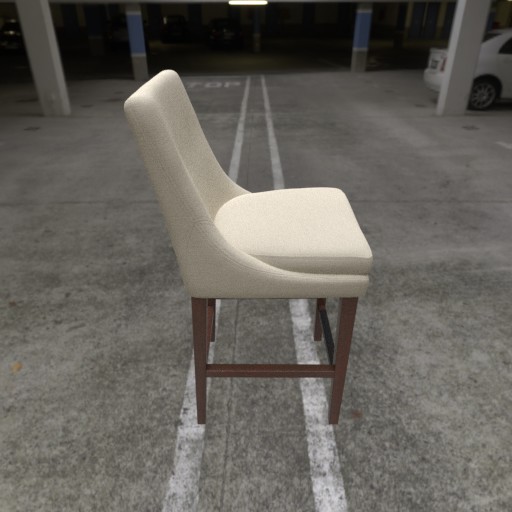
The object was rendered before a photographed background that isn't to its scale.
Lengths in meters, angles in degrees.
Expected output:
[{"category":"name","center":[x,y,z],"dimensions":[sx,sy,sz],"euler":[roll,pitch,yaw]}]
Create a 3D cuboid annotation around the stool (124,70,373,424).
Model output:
[{"category":"stool","center":[0.000,0.000,1.319],"dimensions":[0.577,0.981,0.470],"euler":[0,30,0]}]
